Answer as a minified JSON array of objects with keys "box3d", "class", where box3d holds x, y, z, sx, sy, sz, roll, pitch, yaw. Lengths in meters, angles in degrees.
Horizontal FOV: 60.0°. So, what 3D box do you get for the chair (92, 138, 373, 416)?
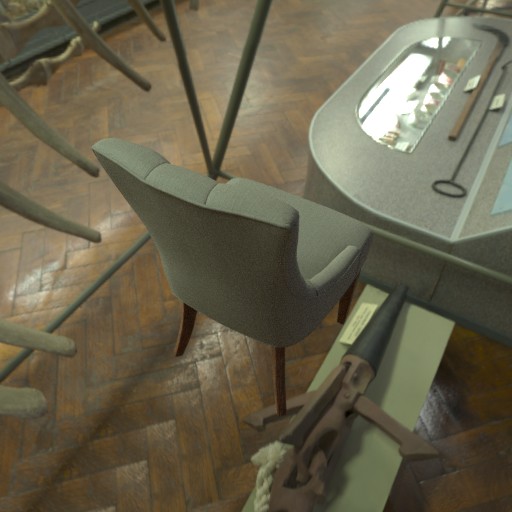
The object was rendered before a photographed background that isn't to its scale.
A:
[{"box3d":[0.000,0.000,1.233,0.509,0.874,0.565,24,52,20],"class":"chair"}]
